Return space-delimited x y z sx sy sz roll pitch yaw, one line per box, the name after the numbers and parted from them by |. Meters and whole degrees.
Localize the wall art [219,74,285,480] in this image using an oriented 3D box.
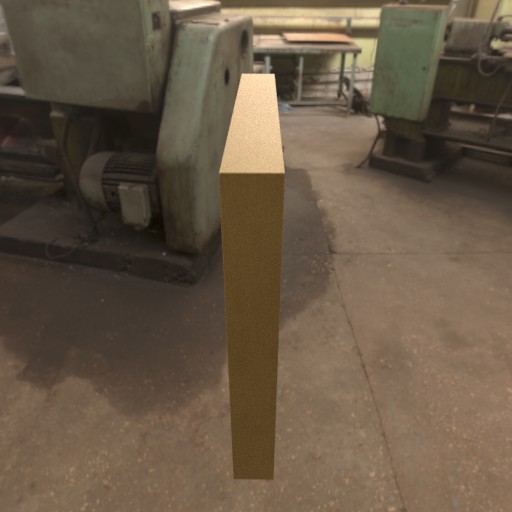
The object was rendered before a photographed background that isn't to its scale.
0.000 0.000 0.464 0.038 0.305 0.305 0 32 1 | wall art
